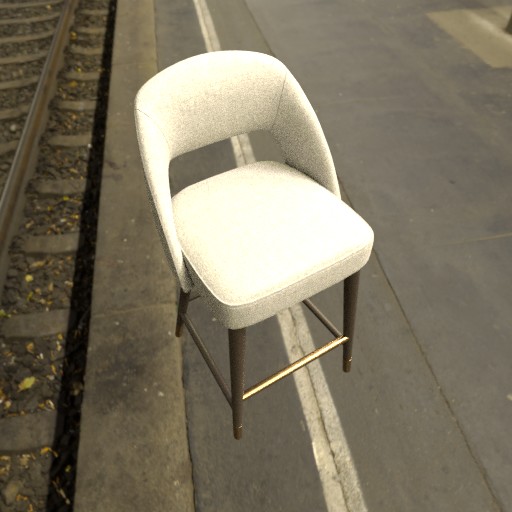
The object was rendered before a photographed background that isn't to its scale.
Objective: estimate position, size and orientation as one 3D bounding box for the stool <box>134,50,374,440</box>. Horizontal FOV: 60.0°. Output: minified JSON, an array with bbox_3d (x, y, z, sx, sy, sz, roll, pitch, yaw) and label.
[{"bbox_3d":[0.000,0.000,1.240,0.494,0.940,0.509,-24,51,-21],"label":"stool"}]
